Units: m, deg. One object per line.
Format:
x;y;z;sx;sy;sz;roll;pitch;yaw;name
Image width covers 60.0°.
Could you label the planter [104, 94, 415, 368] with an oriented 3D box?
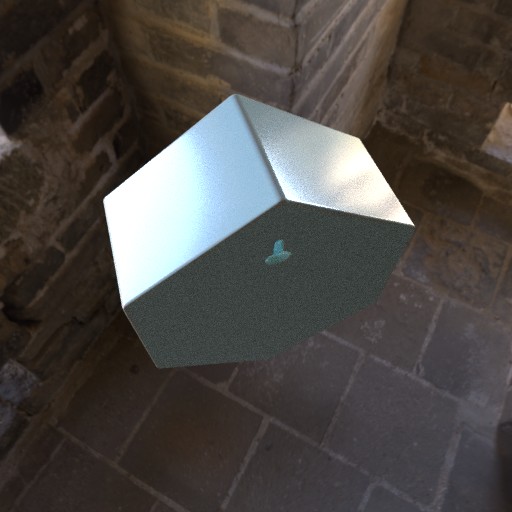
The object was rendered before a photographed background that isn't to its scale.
0.000;0.000;0.301;0.169;0.207;0.078;-15;59;-9;planter
